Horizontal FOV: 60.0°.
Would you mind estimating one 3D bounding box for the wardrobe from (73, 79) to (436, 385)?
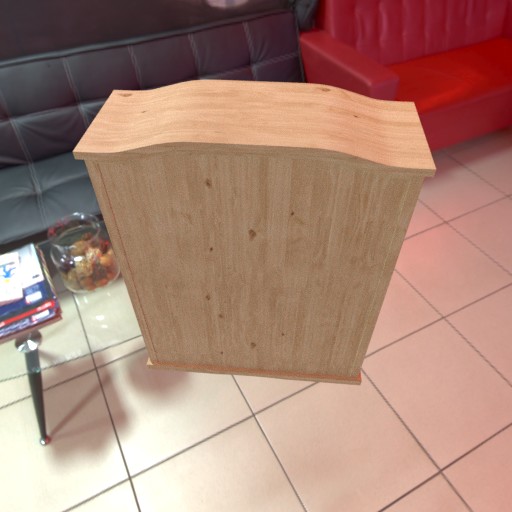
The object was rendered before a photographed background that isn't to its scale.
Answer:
[{"bbox_3d":[0.000,0.000,2.637,1.500,1.870,0.570,4,46,3],"label":"wardrobe"}]
